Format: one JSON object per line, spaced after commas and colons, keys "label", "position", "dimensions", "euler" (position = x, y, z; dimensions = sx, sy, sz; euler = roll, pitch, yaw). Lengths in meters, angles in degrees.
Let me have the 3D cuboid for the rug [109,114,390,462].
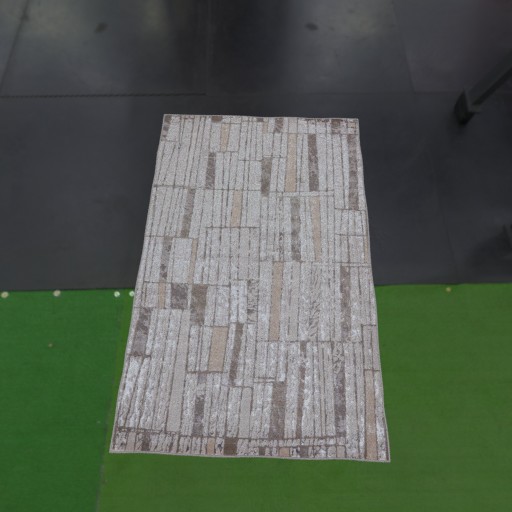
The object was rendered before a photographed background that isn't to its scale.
{"label": "rug", "position": [0.000, 0.000, 2.939], "dimensions": [1.531, 0.023, 2.444], "euler": [2, 64, 1]}
